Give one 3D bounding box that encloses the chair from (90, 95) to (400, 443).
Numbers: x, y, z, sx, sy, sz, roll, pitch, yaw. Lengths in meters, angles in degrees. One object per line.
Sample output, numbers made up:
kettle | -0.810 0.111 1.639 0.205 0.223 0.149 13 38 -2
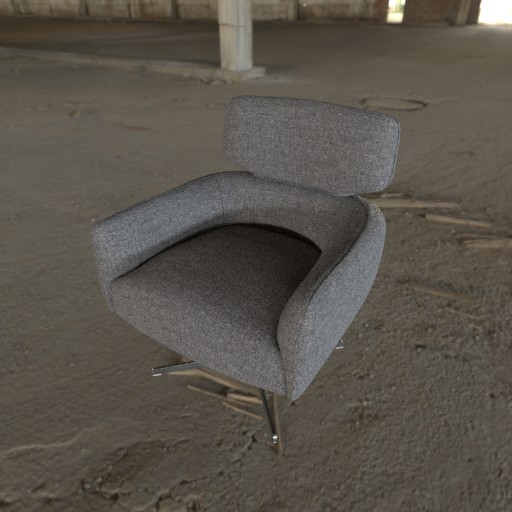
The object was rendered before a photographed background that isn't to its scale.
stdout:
chair | 0.000 0.000 1.349 0.706 0.812 0.715 18 35 28
